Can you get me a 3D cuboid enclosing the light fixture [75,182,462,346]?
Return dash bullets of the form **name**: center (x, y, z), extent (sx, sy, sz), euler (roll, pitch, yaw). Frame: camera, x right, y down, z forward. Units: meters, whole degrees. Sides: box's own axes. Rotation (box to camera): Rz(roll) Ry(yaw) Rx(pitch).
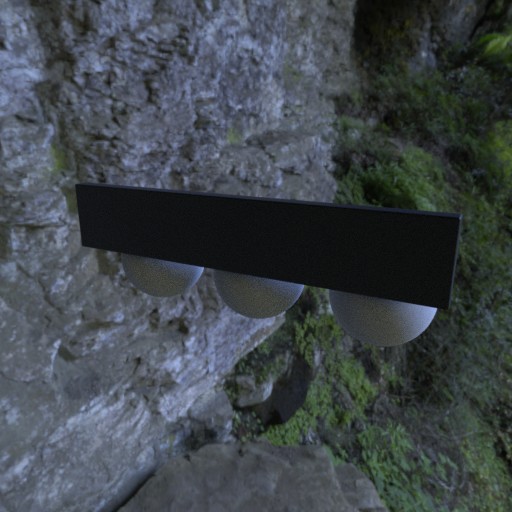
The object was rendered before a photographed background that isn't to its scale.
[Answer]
- **light fixture**: center (0.000, 0.000, 0.871), extent (0.721, 0.263, 0.218), euler (9, 19, 27)
